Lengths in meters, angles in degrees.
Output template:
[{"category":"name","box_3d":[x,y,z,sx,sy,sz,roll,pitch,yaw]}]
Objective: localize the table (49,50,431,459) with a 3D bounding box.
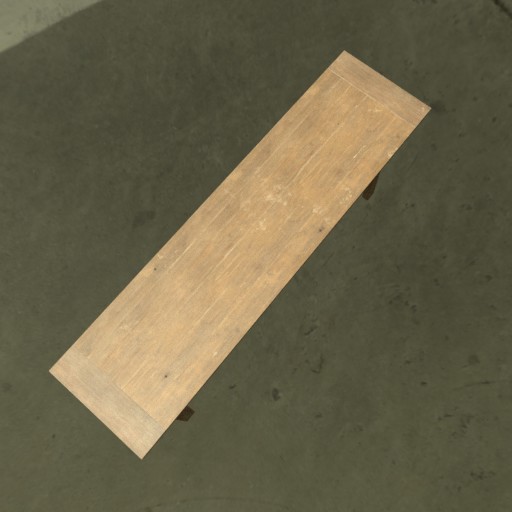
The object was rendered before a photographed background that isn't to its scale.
[{"category":"table","box_3d":[0.000,0.000,2.145,0.465,0.810,1.800,39,78,10]}]
